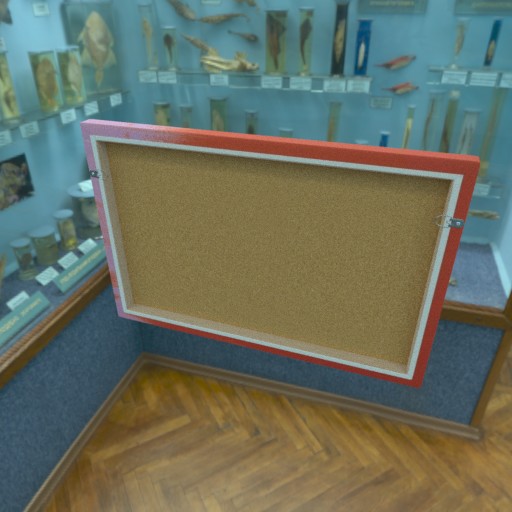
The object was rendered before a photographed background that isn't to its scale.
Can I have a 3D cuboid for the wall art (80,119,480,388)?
[{"bbox_3d":[0.000,0.000,1.134,0.913,0.609,0.040,10,32,16],"label":"wall art"}]
